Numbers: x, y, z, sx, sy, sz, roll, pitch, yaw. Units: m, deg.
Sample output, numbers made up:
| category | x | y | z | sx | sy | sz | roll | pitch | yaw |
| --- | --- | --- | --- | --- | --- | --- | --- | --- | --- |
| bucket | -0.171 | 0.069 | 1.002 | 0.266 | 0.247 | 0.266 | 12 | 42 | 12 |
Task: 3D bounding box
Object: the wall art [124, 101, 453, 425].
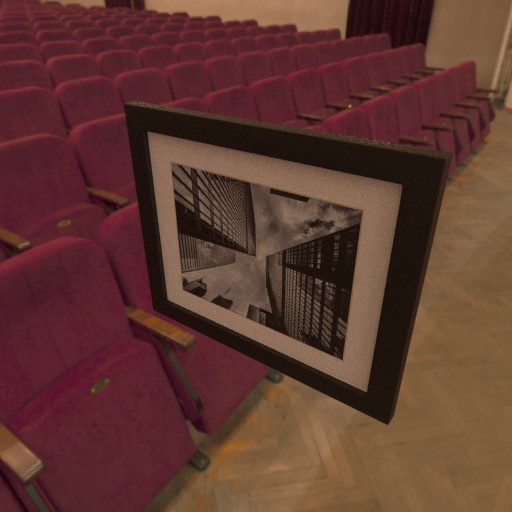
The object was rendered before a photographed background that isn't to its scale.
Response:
| category | x | y | z | sx | sy | sz | roll | pitch | yaw |
| --- | --- | --- | --- | --- | --- | --- | --- | --- | --- |
| wall art | 0.000 | 0.000 | 0.773 | 0.558 | 0.457 | 0.031 | 19 | 35 | 30 |
